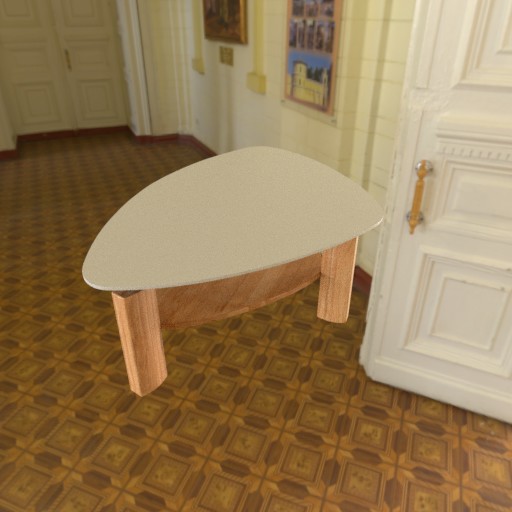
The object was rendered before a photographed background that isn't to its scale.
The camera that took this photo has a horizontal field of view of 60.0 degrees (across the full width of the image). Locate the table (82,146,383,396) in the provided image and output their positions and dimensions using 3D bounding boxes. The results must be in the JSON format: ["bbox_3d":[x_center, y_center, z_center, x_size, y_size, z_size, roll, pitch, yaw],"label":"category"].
[{"bbox_3d":[0.000,0.000,1.637,0.850,0.440,1.250,11,32,18],"label":"table"}]
